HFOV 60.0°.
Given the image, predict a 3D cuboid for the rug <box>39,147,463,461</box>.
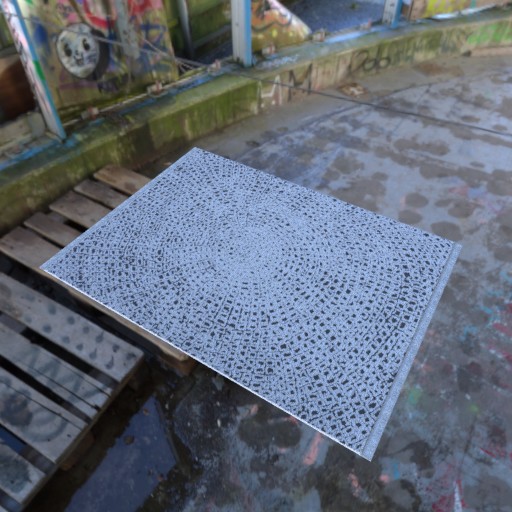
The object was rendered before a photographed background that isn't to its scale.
[{"bbox_3d":[0.000,0.000,2.110,1.634,0.003,1.190,24,51,21],"label":"rug"}]
